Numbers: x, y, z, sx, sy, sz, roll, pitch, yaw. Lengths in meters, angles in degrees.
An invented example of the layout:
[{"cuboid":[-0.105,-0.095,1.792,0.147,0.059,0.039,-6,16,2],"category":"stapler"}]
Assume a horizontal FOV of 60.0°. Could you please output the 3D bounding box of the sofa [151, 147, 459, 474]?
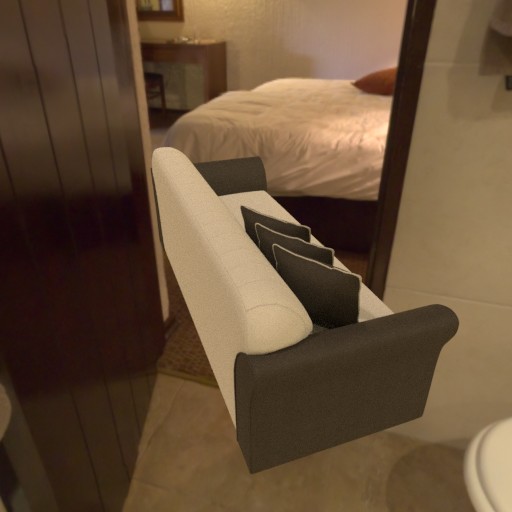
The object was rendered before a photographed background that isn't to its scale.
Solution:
[{"cuboid":[0.000,0.000,2.312,0.755,0.787,2.001,-10,31,-17],"category":"sofa"}]
